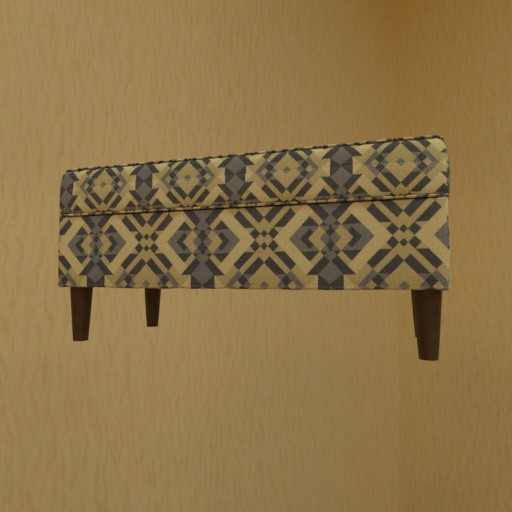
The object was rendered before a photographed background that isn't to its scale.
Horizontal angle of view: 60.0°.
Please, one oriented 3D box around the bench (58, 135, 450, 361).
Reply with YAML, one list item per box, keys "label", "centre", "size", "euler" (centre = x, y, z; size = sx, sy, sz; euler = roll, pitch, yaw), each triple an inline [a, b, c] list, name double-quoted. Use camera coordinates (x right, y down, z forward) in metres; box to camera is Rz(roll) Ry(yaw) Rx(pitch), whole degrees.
- label: "bench"
  centre: [0.000, 0.000, 1.289]
  size: [1.016, 0.477, 0.492]
  euler: [-1, -3, 18]
